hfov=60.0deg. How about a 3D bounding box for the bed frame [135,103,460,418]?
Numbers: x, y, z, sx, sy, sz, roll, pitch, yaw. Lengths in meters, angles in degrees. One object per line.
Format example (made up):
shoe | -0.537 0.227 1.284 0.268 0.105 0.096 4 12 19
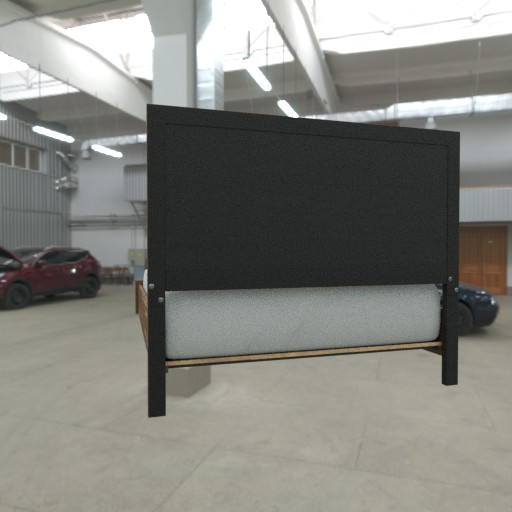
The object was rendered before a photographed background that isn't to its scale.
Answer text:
bed frame | 0.000 0.000 3.325 1.696 1.417 2.276 0 1 -17
